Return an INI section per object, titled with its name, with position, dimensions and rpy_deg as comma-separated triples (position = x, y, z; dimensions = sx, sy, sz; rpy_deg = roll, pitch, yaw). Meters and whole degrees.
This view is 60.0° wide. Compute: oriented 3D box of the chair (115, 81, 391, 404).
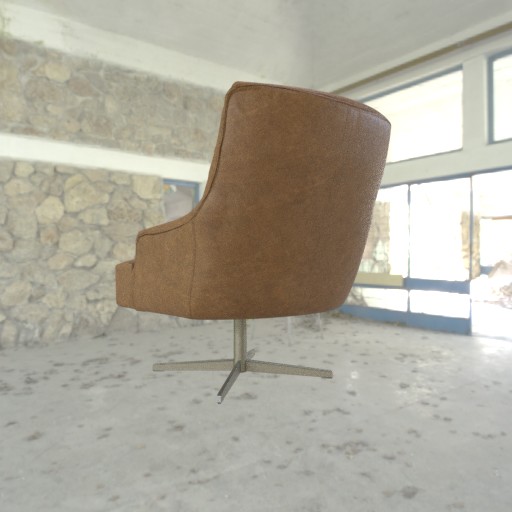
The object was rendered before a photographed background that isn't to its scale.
[chair]
position = 0.000, 0.000, 1.549
dimensions = 0.729, 0.869, 0.874
rpy_deg = 0, 0, -36
